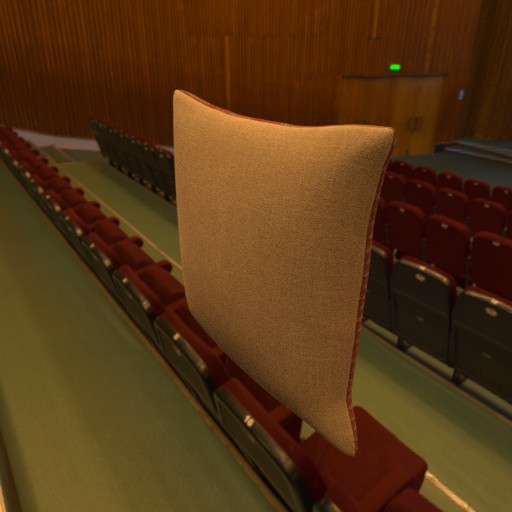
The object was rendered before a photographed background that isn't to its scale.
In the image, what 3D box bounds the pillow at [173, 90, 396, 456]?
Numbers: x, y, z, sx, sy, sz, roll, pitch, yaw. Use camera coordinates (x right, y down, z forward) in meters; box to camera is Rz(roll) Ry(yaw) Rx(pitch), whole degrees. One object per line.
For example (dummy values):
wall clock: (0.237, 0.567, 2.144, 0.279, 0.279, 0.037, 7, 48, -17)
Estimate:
pillow: (0.000, 0.000, 0.763, 0.182, 0.503, 0.511, -18, 32, -32)
